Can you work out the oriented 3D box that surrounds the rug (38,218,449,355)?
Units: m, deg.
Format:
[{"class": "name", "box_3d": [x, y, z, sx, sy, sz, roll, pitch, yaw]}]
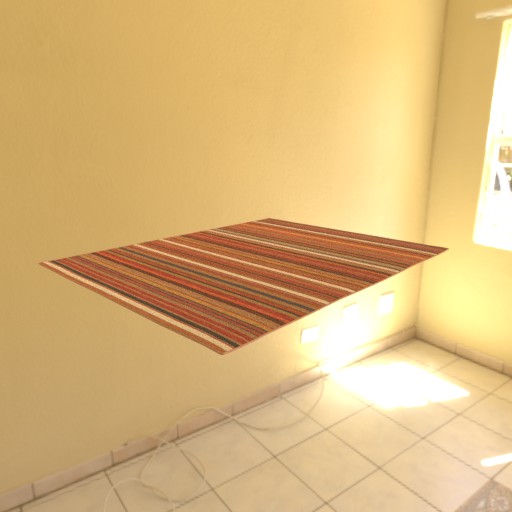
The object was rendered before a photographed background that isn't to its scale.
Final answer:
[{"class": "rug", "box_3d": [0.000, 0.000, 4.218, 2.479, 0.023, 3.092, 14, 21, 42]}]
